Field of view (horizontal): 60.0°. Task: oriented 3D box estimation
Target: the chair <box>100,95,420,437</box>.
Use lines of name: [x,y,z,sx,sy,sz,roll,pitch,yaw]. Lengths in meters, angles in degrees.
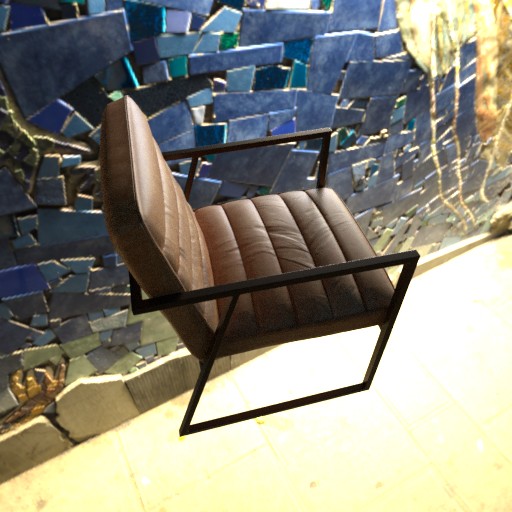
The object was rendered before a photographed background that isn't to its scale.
chair: [0.000,0.000,1.267,0.677,0.832,0.571,-10,47,-10]
